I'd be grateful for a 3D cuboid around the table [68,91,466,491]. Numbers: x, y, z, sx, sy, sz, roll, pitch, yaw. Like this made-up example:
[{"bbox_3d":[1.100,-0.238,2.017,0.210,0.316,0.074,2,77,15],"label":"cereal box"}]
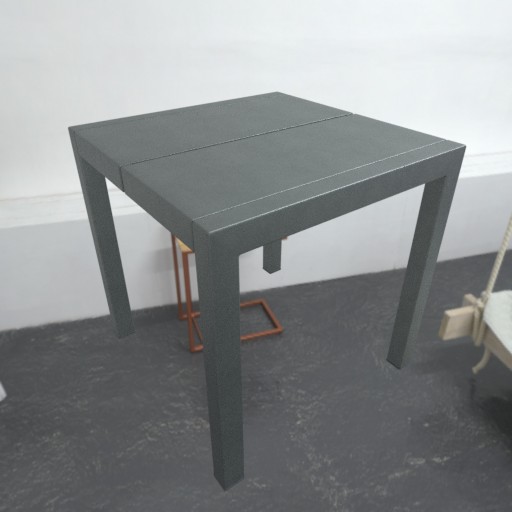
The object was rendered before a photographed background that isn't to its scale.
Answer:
[{"bbox_3d":[0.000,0.000,0.923,0.508,0.508,0.508,-22,38,-30],"label":"table"}]
